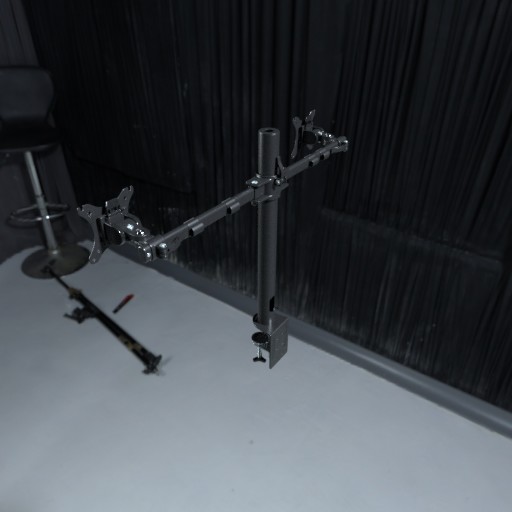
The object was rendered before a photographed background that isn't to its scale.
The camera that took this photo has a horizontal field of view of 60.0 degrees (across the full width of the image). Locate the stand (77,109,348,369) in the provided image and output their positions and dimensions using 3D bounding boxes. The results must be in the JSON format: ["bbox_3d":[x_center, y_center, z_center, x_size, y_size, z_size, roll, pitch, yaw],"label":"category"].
[{"bbox_3d":[0.000,0.000,1.042,0.150,0.603,0.743,21,38,30],"label":"stand"}]
